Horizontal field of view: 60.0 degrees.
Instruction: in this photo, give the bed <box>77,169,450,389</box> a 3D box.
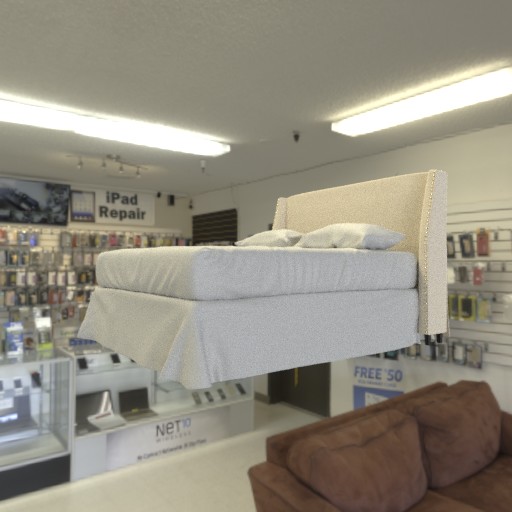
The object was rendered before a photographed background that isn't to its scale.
[{"bbox_3d":[0.000,0.000,3.482,2.276,1.332,1.925,1,-1,-36],"label":"bed"}]
